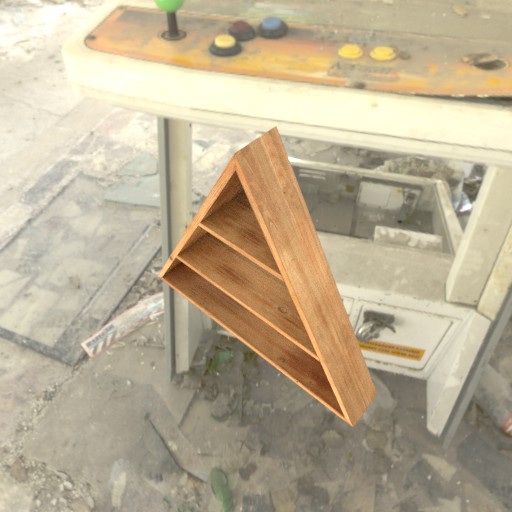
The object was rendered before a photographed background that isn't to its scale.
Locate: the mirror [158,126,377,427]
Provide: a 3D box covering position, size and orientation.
[{"bbox_3d":[0.000,0.000,0.897,0.631,0.548,0.100,33,56,26],"label":"mirror"}]
